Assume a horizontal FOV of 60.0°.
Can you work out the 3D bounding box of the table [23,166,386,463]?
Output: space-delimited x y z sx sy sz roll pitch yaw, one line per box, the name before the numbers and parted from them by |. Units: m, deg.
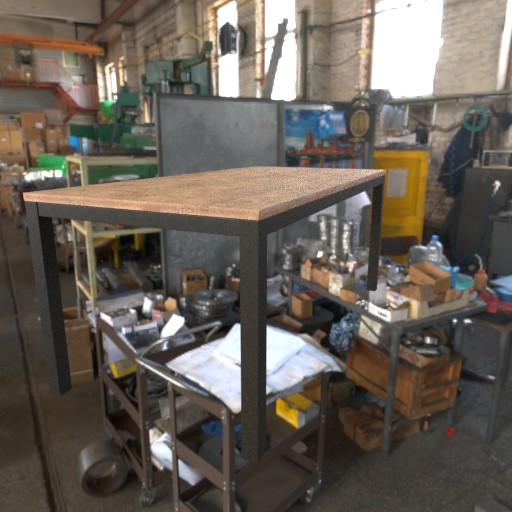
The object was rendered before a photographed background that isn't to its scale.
table | 0.000 0.000 2.207 0.893 0.767 1.805 7 16 25
